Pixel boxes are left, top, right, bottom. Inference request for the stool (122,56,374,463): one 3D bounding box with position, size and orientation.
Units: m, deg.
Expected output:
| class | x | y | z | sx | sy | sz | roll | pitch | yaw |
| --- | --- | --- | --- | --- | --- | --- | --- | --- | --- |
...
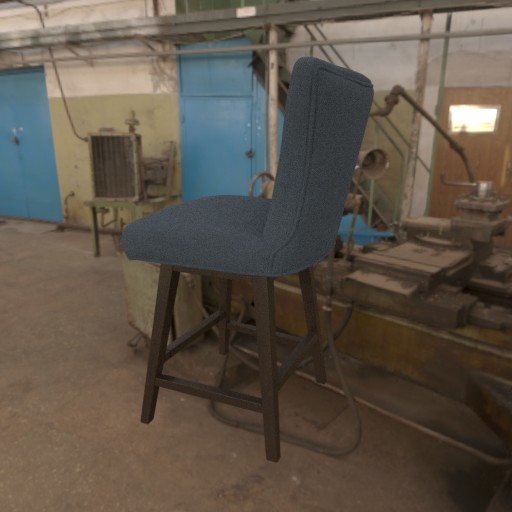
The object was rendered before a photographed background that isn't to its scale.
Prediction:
| class | x | y | z | sx | sy | sz | roll | pitch | yaw |
| --- | --- | --- | --- | --- | --- | --- | --- | --- | --- |
| stool | 0.000 | 0.000 | 1.306 | 0.574 | 1.000 | 0.514 | 8 | 18 | 25 |
